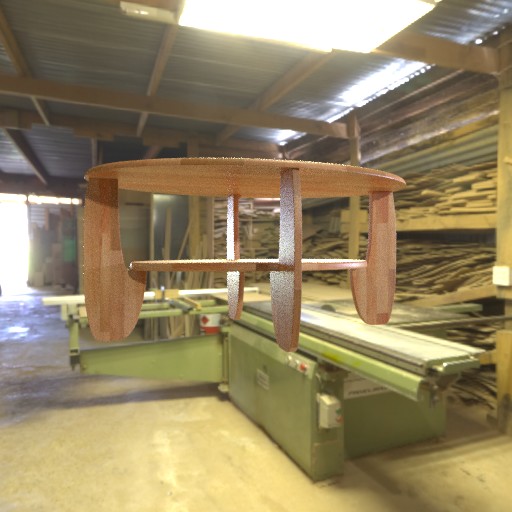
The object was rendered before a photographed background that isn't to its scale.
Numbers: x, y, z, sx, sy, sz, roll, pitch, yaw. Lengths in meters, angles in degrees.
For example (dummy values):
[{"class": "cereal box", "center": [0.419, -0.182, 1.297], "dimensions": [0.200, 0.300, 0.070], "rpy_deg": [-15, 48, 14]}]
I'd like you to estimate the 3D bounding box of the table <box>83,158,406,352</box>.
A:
[{"class": "table", "center": [0.000, 0.000, 1.429], "dimensions": [1.040, 0.490, 0.690], "rpy_deg": [0, 1, -18]}]
